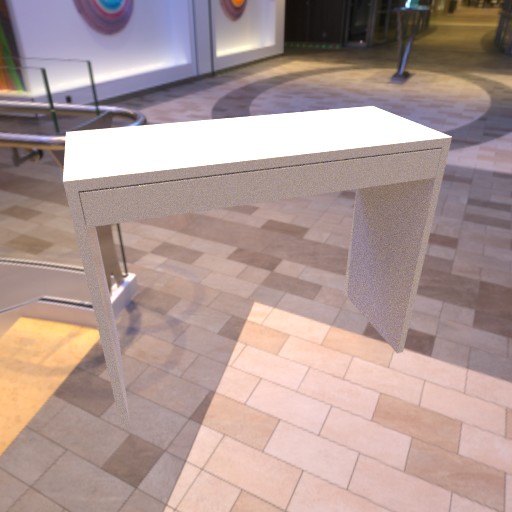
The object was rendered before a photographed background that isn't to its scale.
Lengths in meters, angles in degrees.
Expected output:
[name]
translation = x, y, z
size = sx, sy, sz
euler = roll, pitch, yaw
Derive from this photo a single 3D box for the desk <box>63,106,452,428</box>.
[desk]
translation = 0.000, 0.000, 1.439
size = 1.000, 0.790, 0.400
euler = -10, 32, -16
